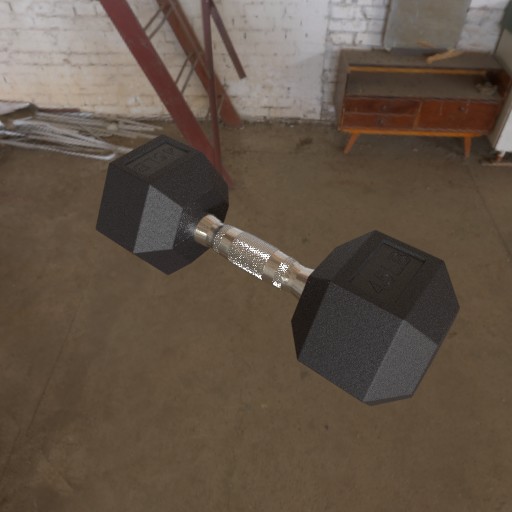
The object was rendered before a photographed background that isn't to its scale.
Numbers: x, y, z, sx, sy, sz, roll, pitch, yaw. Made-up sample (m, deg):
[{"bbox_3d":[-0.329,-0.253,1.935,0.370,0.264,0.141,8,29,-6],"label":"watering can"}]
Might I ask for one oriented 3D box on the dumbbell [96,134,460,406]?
[{"bbox_3d":[0.000,0.000,0.425,0.356,0.123,0.141,29,52,26],"label":"dumbbell"}]
